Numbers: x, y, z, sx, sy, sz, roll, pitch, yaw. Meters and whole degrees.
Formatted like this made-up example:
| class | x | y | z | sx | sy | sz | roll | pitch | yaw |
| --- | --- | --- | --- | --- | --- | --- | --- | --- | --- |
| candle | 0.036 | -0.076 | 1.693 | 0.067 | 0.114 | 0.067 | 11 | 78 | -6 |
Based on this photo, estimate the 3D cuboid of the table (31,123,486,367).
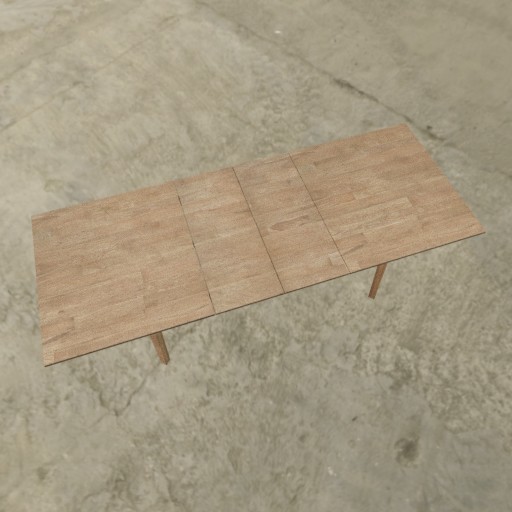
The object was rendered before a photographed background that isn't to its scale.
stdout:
| class | x | y | z | sx | sy | sz | roll | pitch | yaw |
| --- | --- | --- | --- | --- | --- | --- | --- | --- | --- |
| table | 0.000 | 0.000 | 3.032 | 2.603 | 0.752 | 1.000 | -16 | 60 | -10 |
